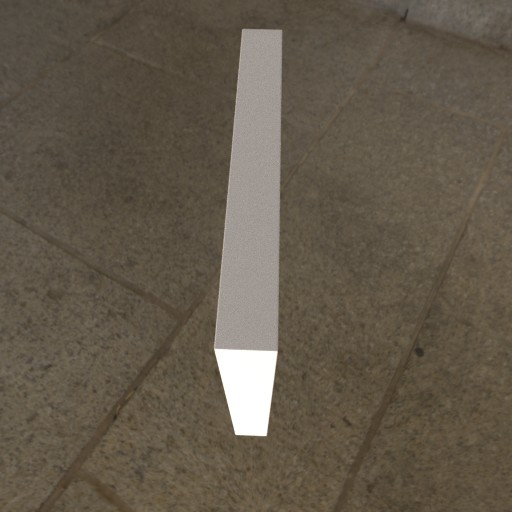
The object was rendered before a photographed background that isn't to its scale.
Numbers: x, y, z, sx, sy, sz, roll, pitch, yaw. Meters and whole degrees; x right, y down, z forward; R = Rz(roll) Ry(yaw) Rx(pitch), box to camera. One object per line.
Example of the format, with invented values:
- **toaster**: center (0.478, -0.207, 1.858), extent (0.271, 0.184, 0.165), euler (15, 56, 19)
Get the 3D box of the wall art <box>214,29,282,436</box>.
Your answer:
- **wall art**: center (0.000, 0.000, 0.462), extent (0.037, 0.305, 0.305), euler (2, 60, 1)
